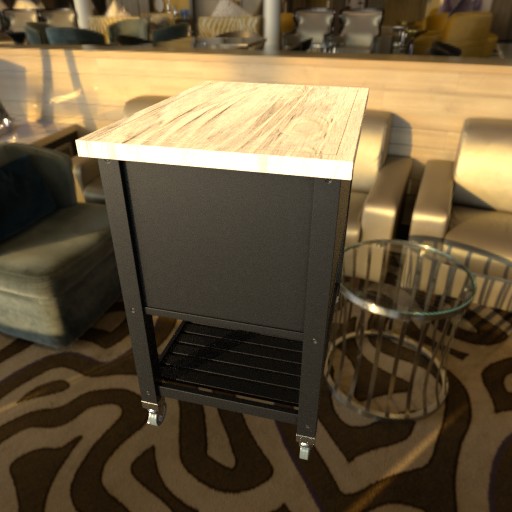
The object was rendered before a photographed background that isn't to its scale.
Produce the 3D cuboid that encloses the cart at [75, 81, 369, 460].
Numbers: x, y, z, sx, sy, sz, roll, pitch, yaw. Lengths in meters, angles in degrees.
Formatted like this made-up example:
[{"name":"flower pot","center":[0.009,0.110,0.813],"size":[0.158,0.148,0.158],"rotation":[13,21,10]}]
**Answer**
[{"name":"cart","center":[0.000,0.000,1.421],"size":[0.567,0.920,0.797],"rotation":[7,31,13]}]
